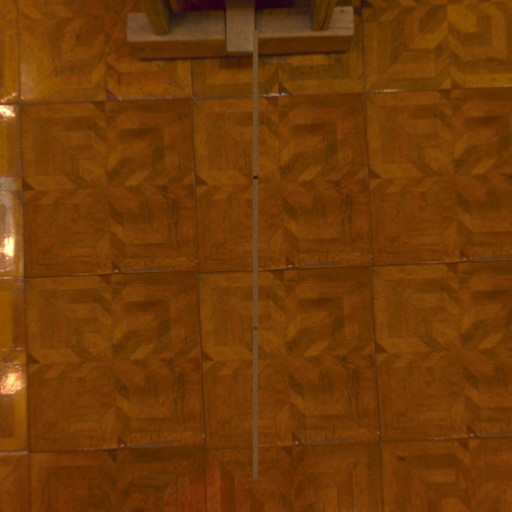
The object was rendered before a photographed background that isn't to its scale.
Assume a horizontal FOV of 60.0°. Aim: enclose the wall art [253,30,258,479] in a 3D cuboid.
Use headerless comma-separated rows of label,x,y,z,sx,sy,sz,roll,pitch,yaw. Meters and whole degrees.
wall art,0.000,0.000,1.363,0.010,0.917,0.919,0,89,0
